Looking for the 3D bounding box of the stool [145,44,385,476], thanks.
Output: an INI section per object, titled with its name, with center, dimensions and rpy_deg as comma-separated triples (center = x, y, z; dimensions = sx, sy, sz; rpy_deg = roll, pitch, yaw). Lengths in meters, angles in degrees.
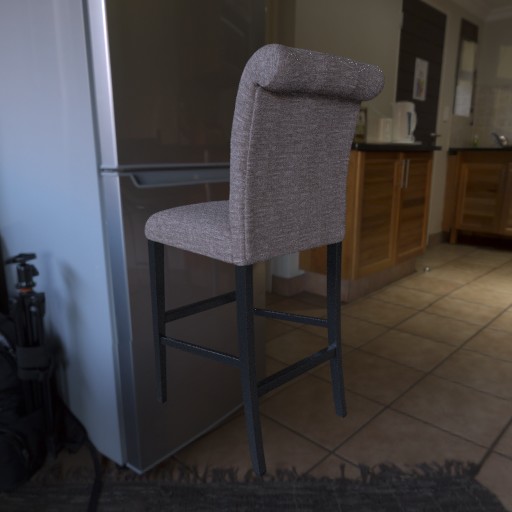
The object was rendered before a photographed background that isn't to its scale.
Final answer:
[stool]
center = 0.000, 0.000, 1.420
dimensions = 0.452, 1.131, 0.613
rpy_deg = -13, 19, -42
